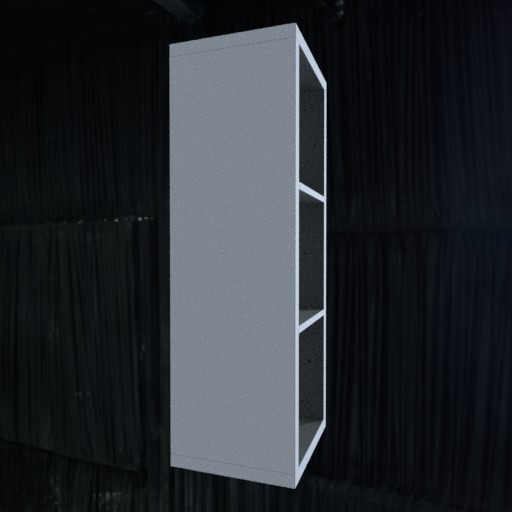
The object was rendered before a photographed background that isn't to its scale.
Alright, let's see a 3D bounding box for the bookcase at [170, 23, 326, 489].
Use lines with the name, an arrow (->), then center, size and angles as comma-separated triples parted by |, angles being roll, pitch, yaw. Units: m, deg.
bookcase -> 0.000, 0.000, 1.264 | 0.330, 1.080, 0.390 | 0, 1, 19
